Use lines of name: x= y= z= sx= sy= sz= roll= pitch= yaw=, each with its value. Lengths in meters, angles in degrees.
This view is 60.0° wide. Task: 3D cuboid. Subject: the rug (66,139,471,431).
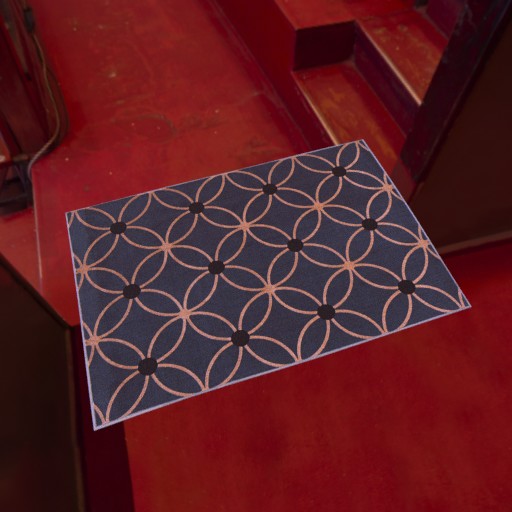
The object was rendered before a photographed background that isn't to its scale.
rug: x=0.000 y=0.000 z=2.888 sx=2.284 sy=0.008 sz=1.522 roll=-16 pitch=59 yaw=-10
